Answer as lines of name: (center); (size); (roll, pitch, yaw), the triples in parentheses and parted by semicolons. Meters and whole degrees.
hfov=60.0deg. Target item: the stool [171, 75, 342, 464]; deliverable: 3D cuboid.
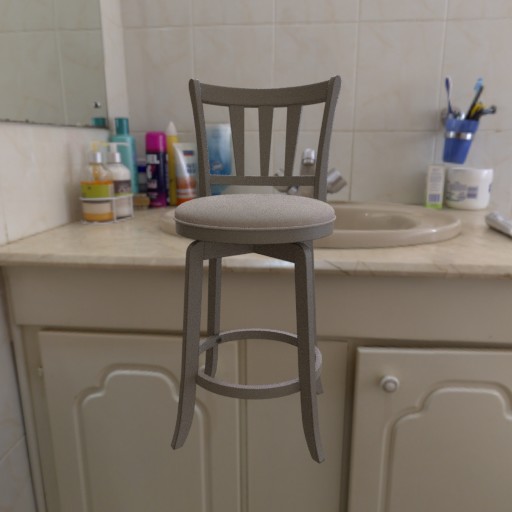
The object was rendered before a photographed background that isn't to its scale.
stool: (0.000, 0.000, 1.257); (0.450, 0.994, 0.486); (2, 14, 8)
